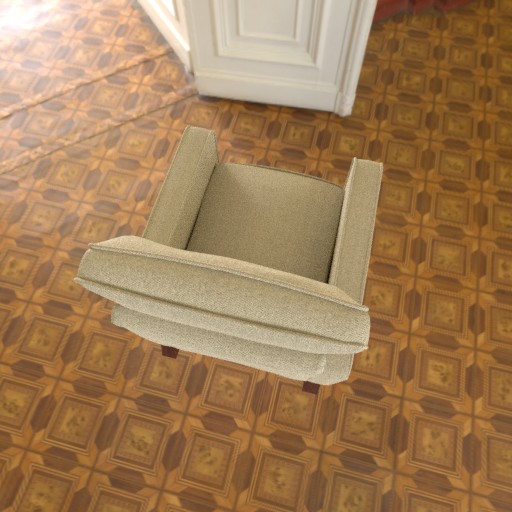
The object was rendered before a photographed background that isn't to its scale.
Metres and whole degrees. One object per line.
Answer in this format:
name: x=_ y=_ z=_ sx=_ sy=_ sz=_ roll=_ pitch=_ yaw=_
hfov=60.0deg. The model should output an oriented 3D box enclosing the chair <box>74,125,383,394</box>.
chair: x=0.000 y=0.000 z=1.354 sx=0.648 sy=0.888 sz=0.754 roll=13 pitch=64 yaw=6
